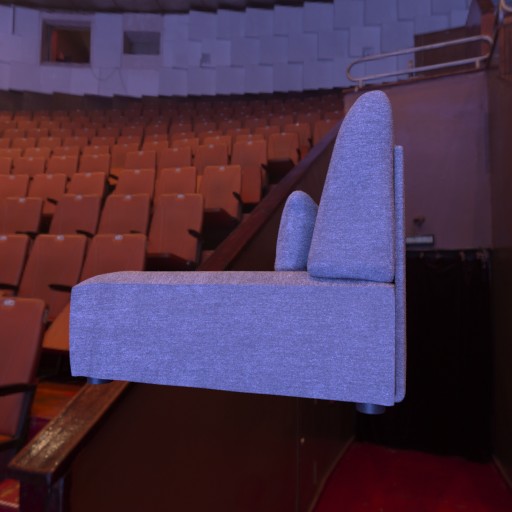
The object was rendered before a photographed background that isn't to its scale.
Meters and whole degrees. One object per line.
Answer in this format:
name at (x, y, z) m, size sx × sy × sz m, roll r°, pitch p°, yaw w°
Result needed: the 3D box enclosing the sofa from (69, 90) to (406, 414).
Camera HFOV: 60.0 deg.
sofa at (0.000, 0.000, 1.567) m, size 1.000 × 0.820 × 0.700 m, roll -1°, pitch -2°, yaw 19°
